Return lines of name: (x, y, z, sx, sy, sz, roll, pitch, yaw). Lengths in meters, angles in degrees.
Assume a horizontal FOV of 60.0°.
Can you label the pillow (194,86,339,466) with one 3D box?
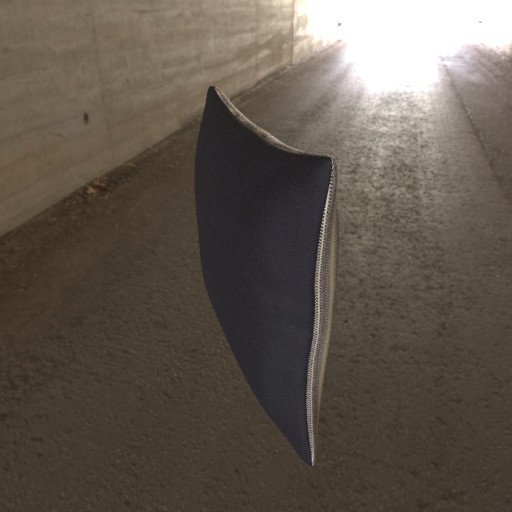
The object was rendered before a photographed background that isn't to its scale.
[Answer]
pillow: (0.000, 0.000, 0.797, 0.166, 0.508, 0.520, -10, 31, -16)
